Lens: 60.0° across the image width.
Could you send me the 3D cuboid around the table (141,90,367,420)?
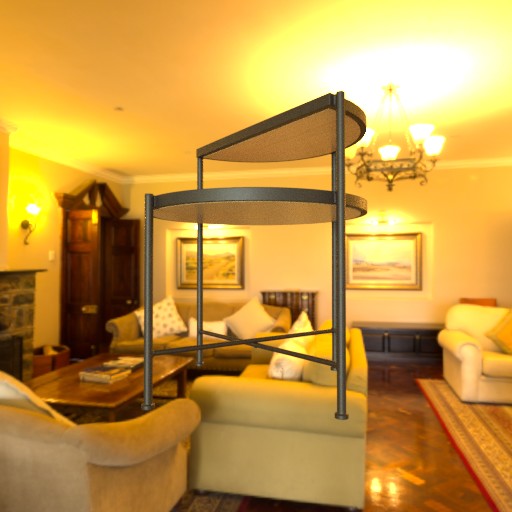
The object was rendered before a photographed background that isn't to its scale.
[{"bbox_3d":[0.000,0.000,1.172,0.628,0.684,0.629,1,-1,-37],"label":"table"}]
